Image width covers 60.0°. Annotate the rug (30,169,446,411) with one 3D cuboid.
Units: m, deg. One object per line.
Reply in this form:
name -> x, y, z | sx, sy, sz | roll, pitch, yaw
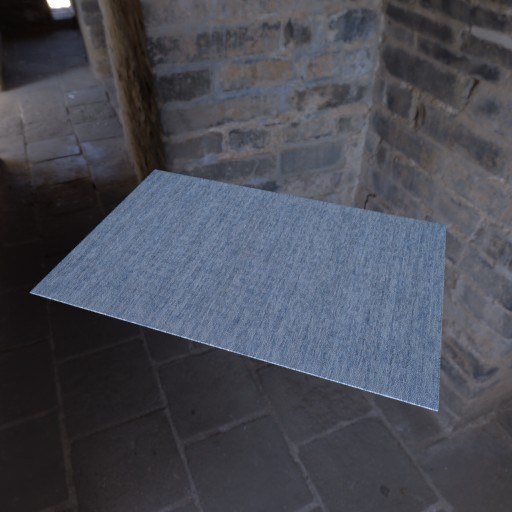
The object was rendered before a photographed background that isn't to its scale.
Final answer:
rug -> 0.000, 0.000, 2.181 | 1.752, 0.006, 1.142 | 13, 43, 14
